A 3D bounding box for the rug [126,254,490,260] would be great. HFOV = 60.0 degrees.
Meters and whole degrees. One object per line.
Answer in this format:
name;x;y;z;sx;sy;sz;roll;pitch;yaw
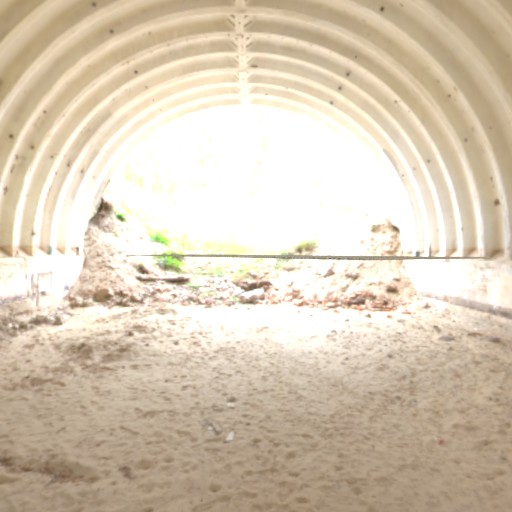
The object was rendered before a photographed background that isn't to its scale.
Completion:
rug;0.000;0.000;2.706;0.783;0.006;2.438;0;1;-35
